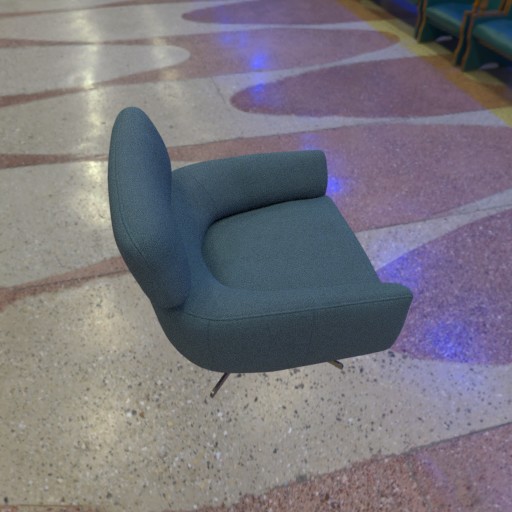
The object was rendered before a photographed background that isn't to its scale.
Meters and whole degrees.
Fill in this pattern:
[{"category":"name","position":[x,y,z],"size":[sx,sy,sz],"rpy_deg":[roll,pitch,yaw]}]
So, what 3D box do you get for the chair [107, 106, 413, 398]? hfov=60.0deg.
[{"category":"chair","position":[0.000,0.000,1.417],"size":[0.761,0.813,0.738],"rpy_deg":[-10,46,-9]}]
